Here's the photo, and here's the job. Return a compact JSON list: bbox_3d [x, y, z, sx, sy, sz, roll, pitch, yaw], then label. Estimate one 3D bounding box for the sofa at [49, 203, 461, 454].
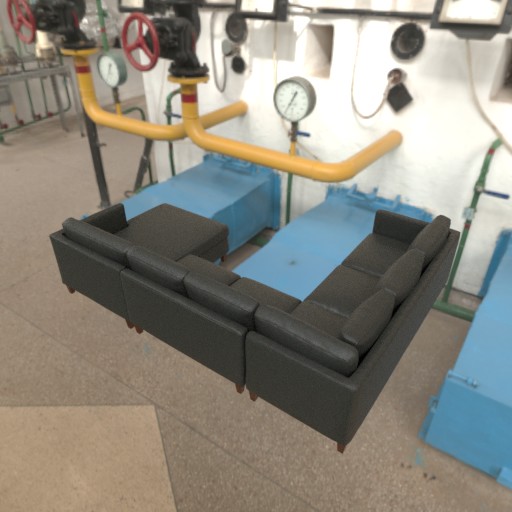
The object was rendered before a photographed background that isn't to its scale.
[{"bbox_3d":[0.000,0.000,4.714,3.460,0.923,2.593,21,39,29],"label":"sofa"}]
